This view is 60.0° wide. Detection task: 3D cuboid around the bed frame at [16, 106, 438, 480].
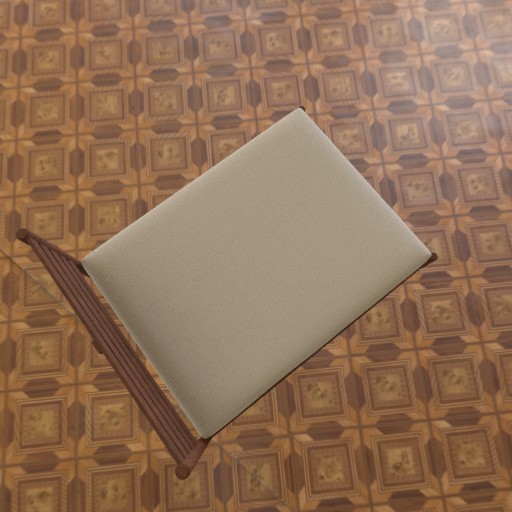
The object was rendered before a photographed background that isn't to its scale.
[{"bbox_3d":[0.000,0.000,3.178,2.234,1.321,1.655,-37,79,-9],"label":"bed frame"}]
